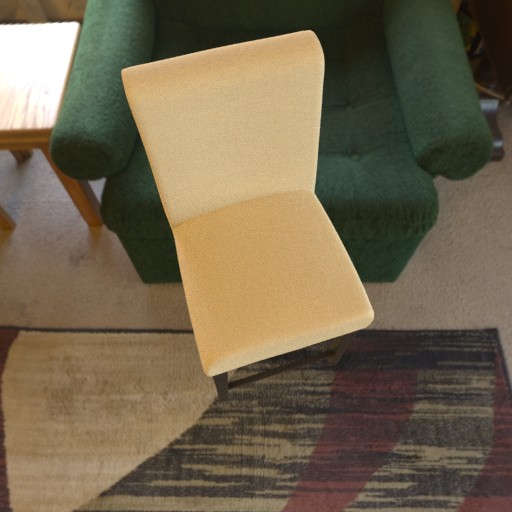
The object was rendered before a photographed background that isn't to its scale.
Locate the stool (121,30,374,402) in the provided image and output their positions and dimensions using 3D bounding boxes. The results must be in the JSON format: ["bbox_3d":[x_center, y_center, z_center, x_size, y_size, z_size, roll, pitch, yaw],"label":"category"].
[{"bbox_3d":[0.000,0.000,1.285,0.452,0.976,0.597,-16,63,-8],"label":"stool"}]
